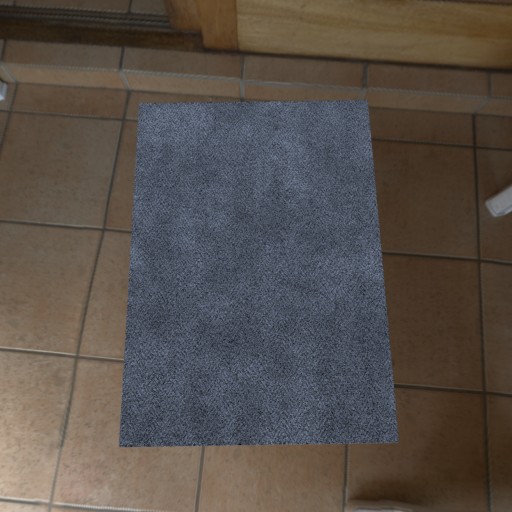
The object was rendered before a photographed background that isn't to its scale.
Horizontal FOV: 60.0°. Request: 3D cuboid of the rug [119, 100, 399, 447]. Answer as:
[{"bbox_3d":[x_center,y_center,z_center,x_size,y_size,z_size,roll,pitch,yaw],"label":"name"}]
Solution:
[{"bbox_3d":[0.000,0.000,2.819,1.600,0.008,2.235,-1,75,0],"label":"rug"}]
